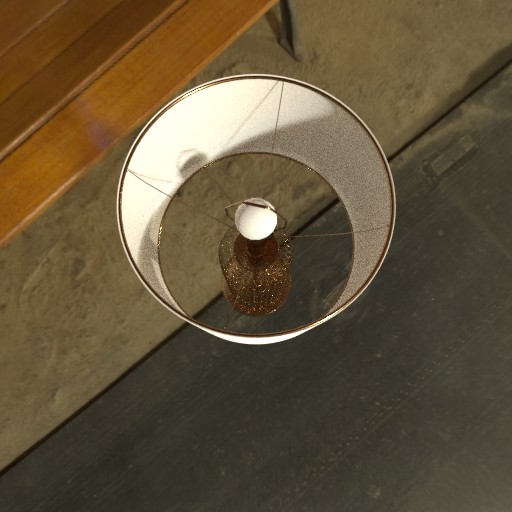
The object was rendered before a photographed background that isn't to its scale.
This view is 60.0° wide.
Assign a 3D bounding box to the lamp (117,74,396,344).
[{"bbox_3d":[0.000,0.000,0.636,0.252,0.483,0.252,12,78,3],"label":"lamp"}]
